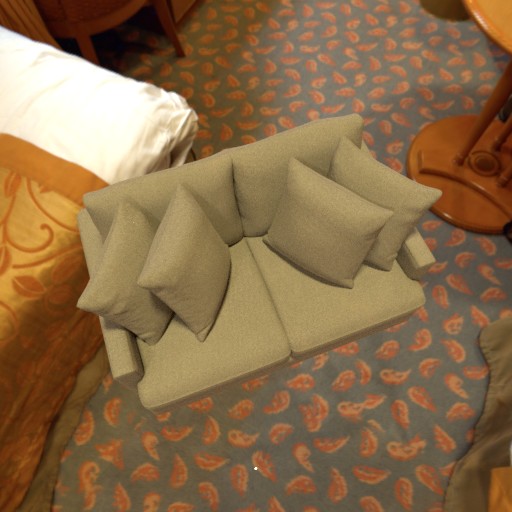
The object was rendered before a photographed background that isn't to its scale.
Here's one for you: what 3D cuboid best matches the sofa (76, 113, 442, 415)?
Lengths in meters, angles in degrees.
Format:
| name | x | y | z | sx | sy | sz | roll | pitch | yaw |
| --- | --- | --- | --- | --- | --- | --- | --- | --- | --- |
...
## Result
| name | x | y | z | sx | sy | sz | roll | pitch | yaw |
| --- | --- | --- | --- | --- | --- | --- | --- | --- | --- |
| sofa | 0.000 | 0.000 | 2.639 | 1.869 | 1.080 | 1.228 | -19 | 66 | -9 |
